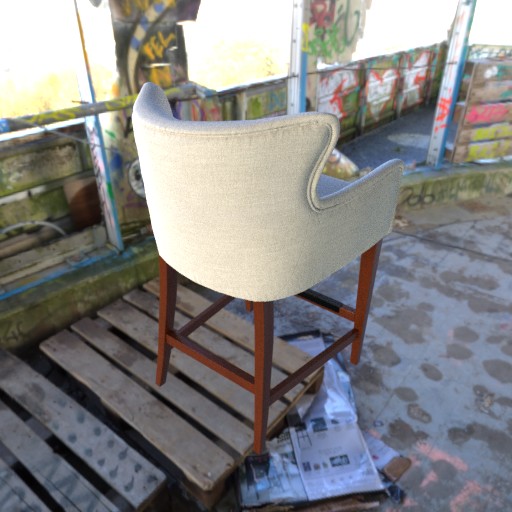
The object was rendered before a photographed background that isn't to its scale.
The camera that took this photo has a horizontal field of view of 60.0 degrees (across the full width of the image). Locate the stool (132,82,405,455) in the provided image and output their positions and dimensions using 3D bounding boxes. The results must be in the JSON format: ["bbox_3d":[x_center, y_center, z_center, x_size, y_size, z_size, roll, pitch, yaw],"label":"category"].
[{"bbox_3d":[0.000,0.000,1.366,0.615,0.987,0.637,22,38,32],"label":"stool"}]
